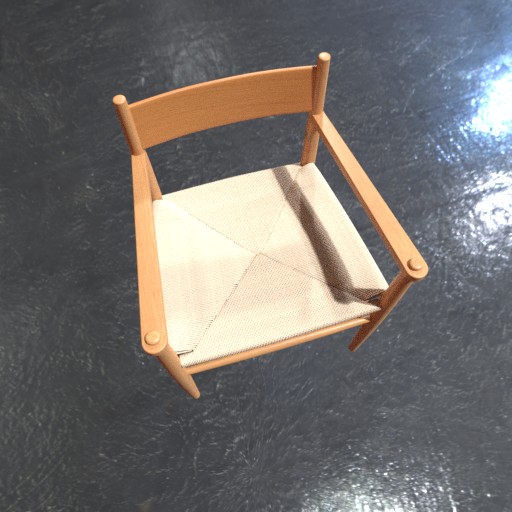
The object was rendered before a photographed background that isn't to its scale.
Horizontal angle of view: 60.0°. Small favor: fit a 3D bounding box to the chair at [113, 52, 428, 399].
[{"bbox_3d":[0.000,0.000,1.132,0.556,0.762,0.495,-15,65,-7],"label":"chair"}]
